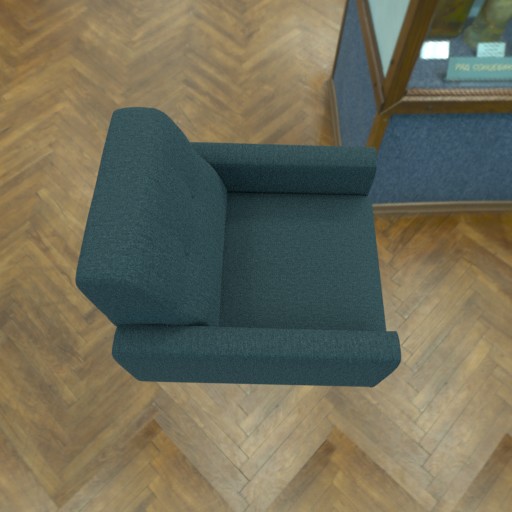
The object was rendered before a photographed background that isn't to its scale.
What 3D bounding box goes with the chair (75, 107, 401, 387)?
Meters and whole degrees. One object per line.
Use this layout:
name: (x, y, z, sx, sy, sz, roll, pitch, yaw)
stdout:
chair: (0.000, 0.000, 1.700, 0.964, 0.940, 0.880, 1, 63, 1)
